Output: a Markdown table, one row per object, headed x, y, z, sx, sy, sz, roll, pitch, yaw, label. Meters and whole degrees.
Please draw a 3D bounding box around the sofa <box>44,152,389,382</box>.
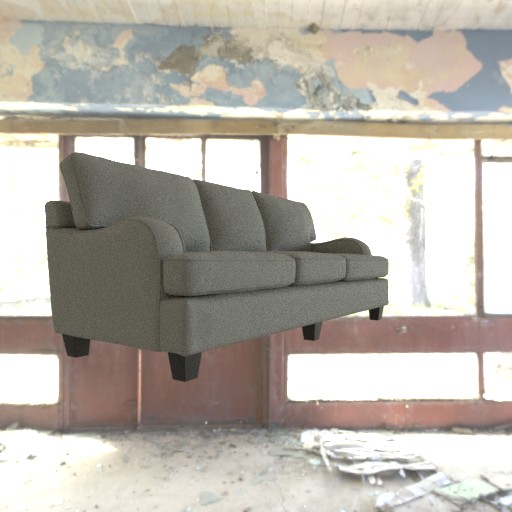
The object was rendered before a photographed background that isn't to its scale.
| x | y | z | sx | sy | sz | roll | pitch | yaw | label |
| --- | --- | --- | --- | --- | --- | --- | --- | --- | --- |
| 0.000 | 0.000 | 2.873 | 1.016 | 0.997 | 2.323 | 0 | 0 | 35 | sofa |
